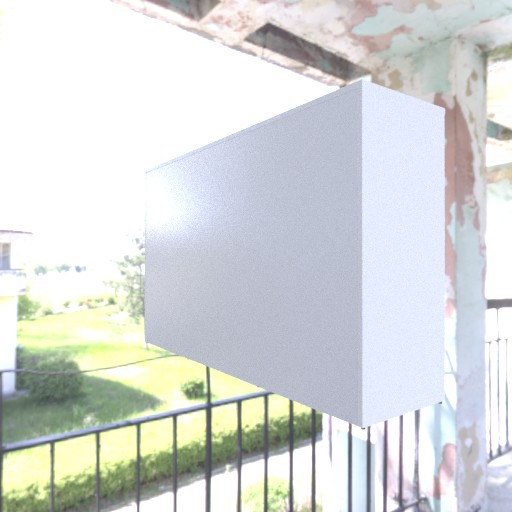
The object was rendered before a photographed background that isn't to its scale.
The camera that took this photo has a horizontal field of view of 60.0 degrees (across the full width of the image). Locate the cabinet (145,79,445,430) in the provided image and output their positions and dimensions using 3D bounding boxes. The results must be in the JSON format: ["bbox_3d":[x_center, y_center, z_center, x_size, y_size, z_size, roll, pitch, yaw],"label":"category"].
[{"bbox_3d":[0.000,0.000,1.832,0.380,0.900,1.450,0,0,-36],"label":"cabinet"}]
